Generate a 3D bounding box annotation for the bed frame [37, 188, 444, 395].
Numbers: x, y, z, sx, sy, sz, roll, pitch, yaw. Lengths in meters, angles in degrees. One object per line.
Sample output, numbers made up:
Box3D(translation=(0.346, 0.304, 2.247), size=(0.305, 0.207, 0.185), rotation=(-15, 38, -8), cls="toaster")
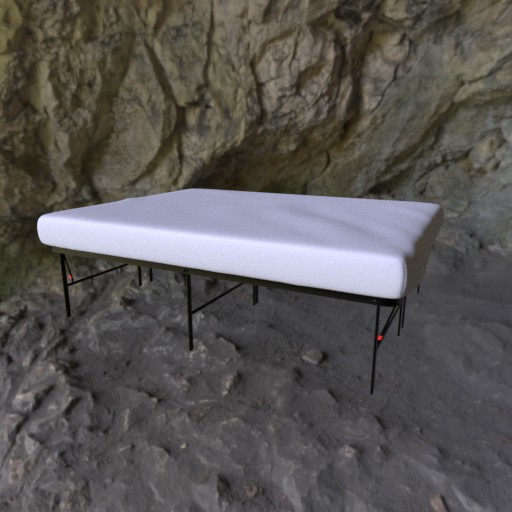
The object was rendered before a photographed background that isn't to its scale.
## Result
Box3D(translation=(0.000, 0.000, 2.855), size=(2.151, 0.667, 1.584), rotation=(8, 17, 26), cls="bed frame")
